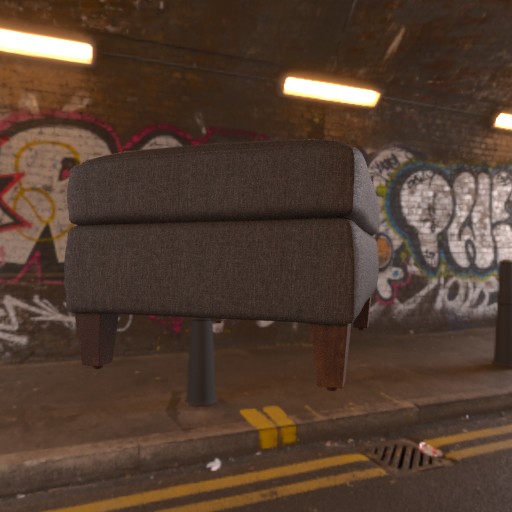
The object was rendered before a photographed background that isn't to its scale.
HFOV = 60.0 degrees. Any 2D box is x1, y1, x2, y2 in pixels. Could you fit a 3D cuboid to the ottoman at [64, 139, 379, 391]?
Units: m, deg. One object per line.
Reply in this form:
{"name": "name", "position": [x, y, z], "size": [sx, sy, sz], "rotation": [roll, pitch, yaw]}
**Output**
{"name": "ottoman", "position": [0.000, 0.000, 1.233], "size": [0.639, 0.496, 0.826], "rotation": [0, 0, 18]}
